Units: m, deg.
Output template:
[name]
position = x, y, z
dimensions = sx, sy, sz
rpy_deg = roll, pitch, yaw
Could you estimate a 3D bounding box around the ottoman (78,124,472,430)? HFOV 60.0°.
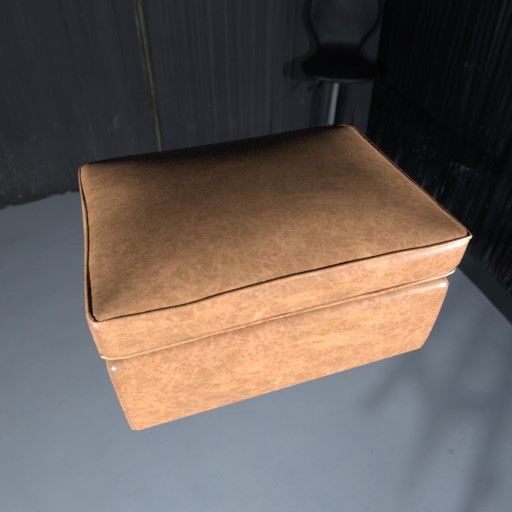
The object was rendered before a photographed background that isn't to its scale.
[ottoman]
position = 0.000, 0.000, 1.101
dimensions = 0.756, 0.468, 0.554
rpy_deg = -12, 43, -13
